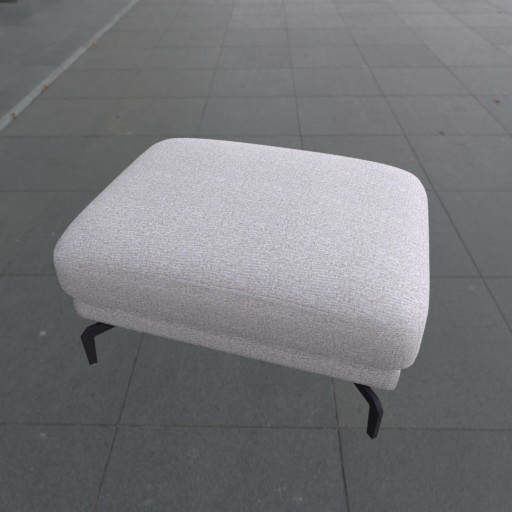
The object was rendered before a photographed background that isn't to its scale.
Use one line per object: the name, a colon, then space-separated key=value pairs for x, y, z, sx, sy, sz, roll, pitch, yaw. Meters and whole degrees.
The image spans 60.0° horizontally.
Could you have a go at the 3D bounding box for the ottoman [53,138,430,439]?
ottoman: x=0.000 y=0.000 z=1.100 sx=0.772 sy=0.420 sz=0.568 roll=11 pitch=41 yaw=12
